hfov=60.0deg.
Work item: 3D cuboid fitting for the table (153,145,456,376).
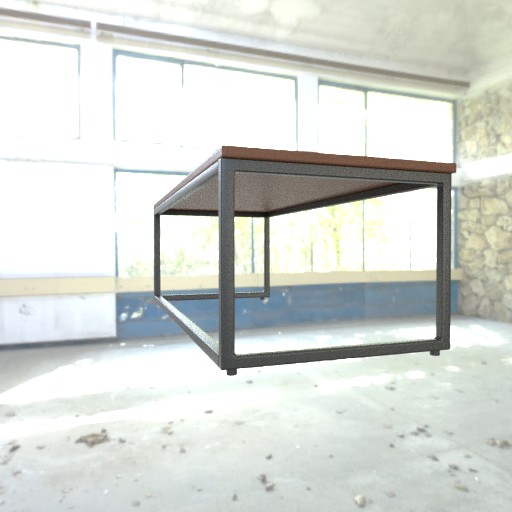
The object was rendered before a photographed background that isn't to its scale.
[{"bbox_3d":[0.000,0.000,1.358,0.500,0.400,1.100,0,1,-19],"label":"table"}]
